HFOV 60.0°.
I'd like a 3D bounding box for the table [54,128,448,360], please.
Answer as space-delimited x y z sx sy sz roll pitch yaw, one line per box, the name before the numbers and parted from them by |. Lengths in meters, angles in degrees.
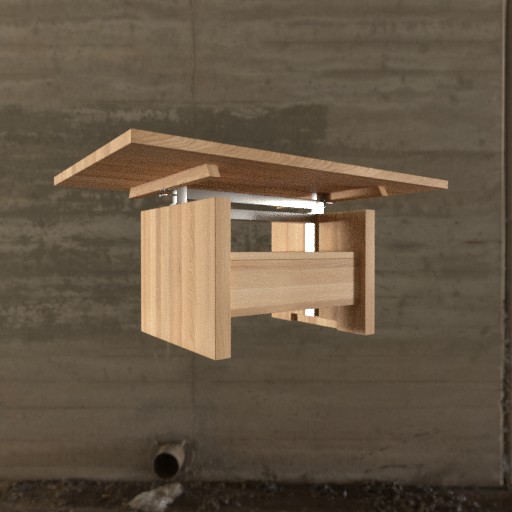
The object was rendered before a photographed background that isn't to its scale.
table | 0.000 0.000 1.468 1.100 0.510 0.700 0 1 -36
